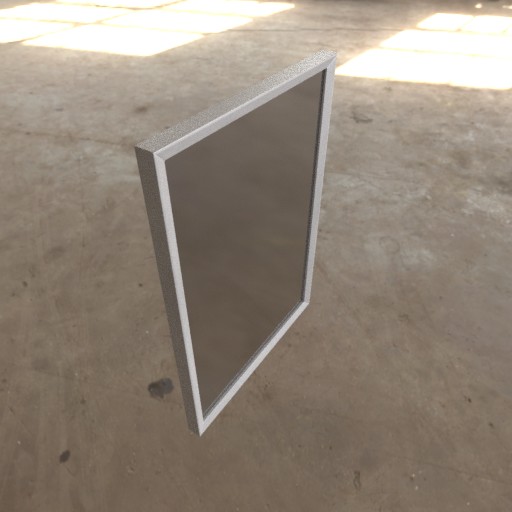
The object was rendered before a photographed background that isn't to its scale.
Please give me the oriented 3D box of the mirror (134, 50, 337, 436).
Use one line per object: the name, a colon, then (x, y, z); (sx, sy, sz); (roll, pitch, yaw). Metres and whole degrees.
mirror: (0.000, 0.000, 0.948); (0.039, 0.710, 0.507); (24, 46, 26)
